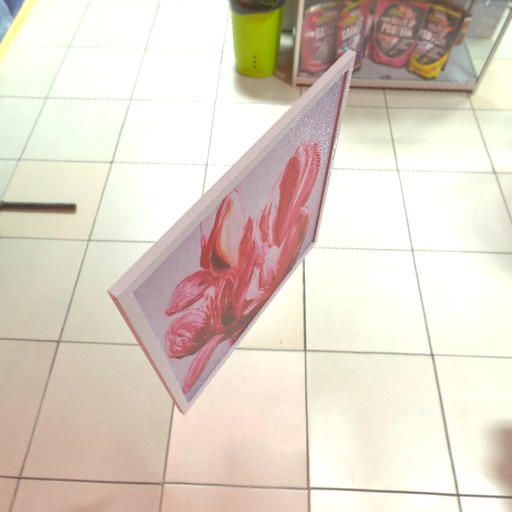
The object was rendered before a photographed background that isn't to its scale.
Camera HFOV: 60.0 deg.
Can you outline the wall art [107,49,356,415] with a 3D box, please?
[{"bbox_3d":[0.000,0.000,1.227,0.022,0.803,0.805,31,62,18],"label":"wall art"}]
